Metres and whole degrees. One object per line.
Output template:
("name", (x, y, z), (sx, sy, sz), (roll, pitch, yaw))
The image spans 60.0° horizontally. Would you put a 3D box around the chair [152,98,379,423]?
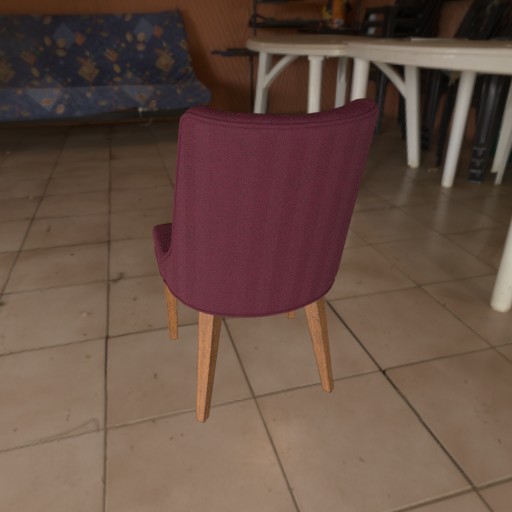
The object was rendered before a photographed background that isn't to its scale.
("chair", (0.000, 0.000, 1.297), (0.548, 0.916, 0.638), (-8, 28, -15))
